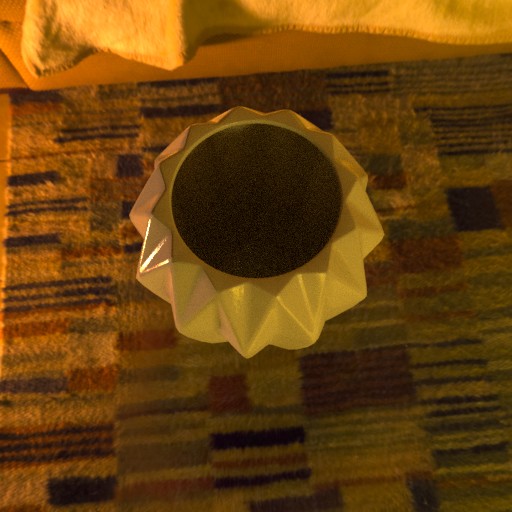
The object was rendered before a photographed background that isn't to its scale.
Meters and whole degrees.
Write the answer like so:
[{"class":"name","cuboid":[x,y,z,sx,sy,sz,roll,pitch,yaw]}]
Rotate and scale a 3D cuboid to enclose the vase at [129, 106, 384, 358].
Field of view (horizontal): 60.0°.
[{"class":"vase","cuboid":[0.000,0.000,0.416,0.195,0.275,0.195,0,73,0]}]
